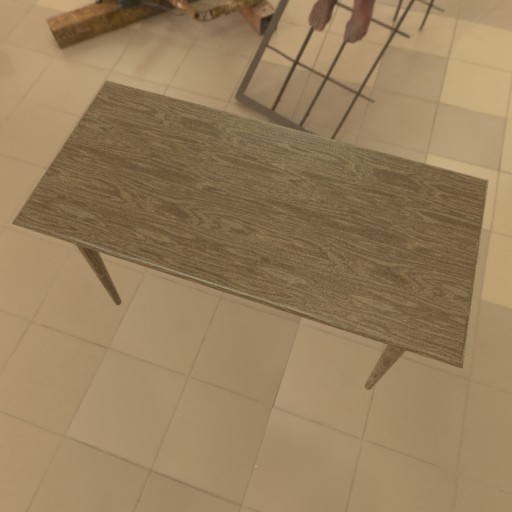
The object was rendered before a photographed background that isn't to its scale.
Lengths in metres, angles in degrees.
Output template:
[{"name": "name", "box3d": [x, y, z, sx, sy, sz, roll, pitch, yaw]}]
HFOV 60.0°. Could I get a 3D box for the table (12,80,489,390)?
[{"name": "table", "box3d": [0.000, 0.000, 1.668, 1.300, 0.780, 0.599, 17, 66, 8]}]
